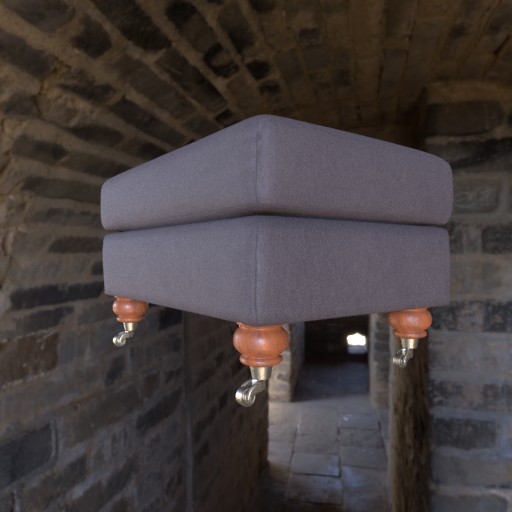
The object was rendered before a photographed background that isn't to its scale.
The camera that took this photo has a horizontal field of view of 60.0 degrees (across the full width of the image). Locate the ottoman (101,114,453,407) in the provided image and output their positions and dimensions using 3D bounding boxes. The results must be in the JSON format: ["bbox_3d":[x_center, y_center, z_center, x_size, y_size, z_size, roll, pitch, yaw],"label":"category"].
[{"bbox_3d":[0.000,0.000,1.120,0.574,0.497,0.773,0,0,-36],"label":"ottoman"}]
